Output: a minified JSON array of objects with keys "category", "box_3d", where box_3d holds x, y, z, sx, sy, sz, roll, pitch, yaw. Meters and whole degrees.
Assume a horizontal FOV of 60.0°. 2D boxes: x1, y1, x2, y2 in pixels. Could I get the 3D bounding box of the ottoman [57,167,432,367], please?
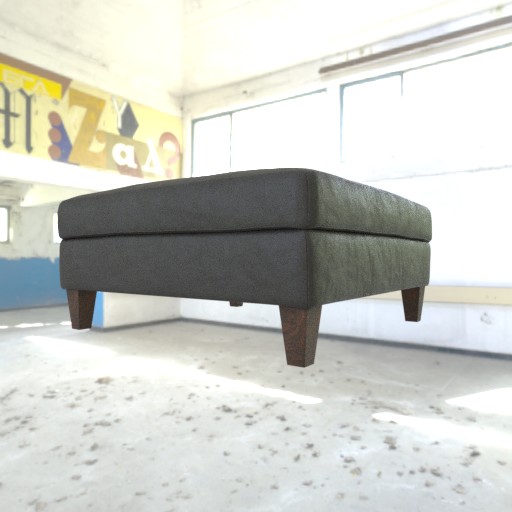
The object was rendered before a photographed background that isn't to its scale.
[{"category":"ottoman","box_3d":[0.000,0.000,1.343,0.844,0.415,0.836,0,0,36]}]
